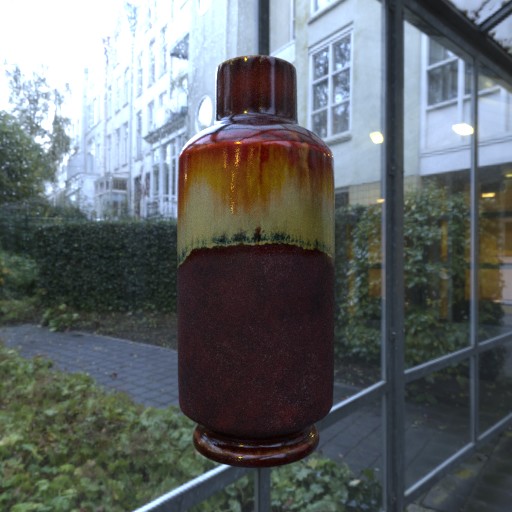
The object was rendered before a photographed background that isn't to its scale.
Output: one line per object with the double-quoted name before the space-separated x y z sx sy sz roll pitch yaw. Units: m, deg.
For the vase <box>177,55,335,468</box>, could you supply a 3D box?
"vase" 0.000 0.000 0.316 0.111 0.261 0.111 0 1 0
